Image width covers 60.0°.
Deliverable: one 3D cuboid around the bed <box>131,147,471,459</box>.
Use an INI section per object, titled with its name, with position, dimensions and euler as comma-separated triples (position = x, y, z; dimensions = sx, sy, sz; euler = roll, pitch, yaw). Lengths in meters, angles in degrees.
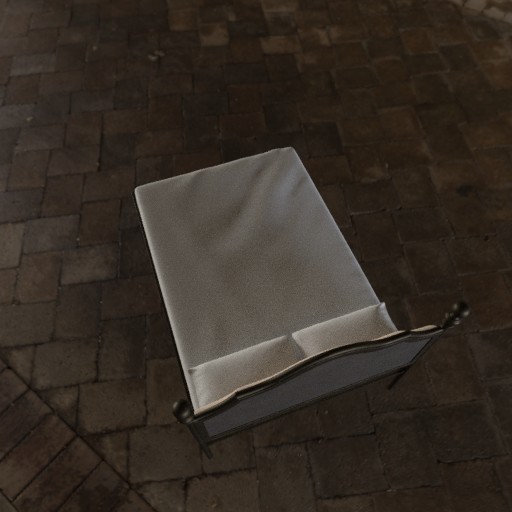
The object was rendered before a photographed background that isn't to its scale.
[bed]
position = 0.000, 0.000, 3.196
dimensions = 1.533, 1.462, 2.170
euler = -17, 60, -10
